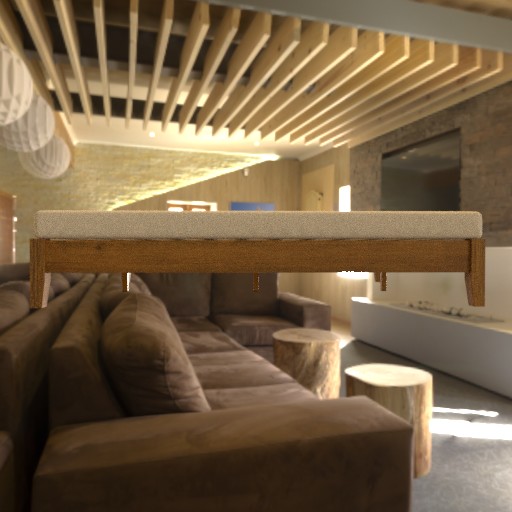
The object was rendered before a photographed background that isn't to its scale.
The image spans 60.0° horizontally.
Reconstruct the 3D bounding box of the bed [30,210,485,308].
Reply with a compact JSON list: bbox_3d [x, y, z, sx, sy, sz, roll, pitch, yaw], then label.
[{"bbox_3d":[0.000,0.000,2.718,2.016,0.431,1.536,0,1,-2],"label":"bed"}]
